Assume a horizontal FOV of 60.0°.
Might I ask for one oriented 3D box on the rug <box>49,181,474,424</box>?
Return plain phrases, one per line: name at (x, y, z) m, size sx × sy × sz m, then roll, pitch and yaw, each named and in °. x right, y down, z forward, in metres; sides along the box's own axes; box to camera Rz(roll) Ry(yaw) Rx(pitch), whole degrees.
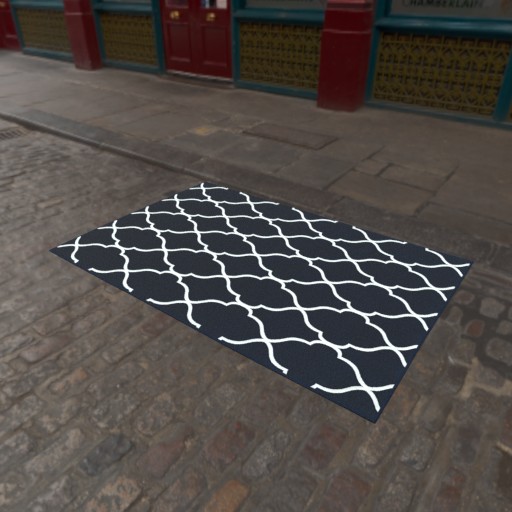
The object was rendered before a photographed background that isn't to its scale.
rug at (0.000, 0.000, 2.856) m, size 2.294 × 0.014 × 1.528 m, roll 21°, pitch 37°, yaw 31°
